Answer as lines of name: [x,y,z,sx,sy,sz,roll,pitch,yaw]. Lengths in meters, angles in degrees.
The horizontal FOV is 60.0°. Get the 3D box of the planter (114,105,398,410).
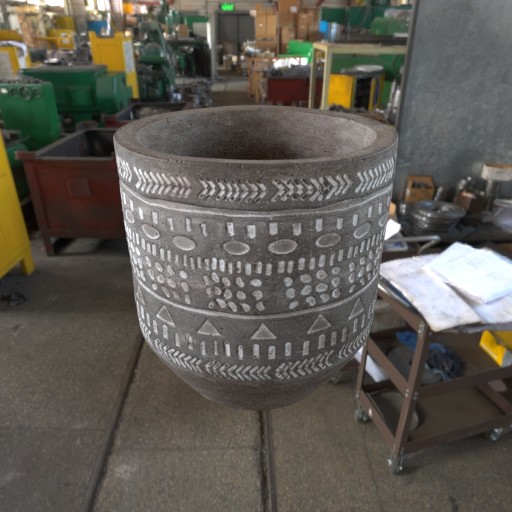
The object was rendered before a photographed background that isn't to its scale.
planter: [0.000,0.000,0.223,0.122,0.128,0.122,0,27,0]
